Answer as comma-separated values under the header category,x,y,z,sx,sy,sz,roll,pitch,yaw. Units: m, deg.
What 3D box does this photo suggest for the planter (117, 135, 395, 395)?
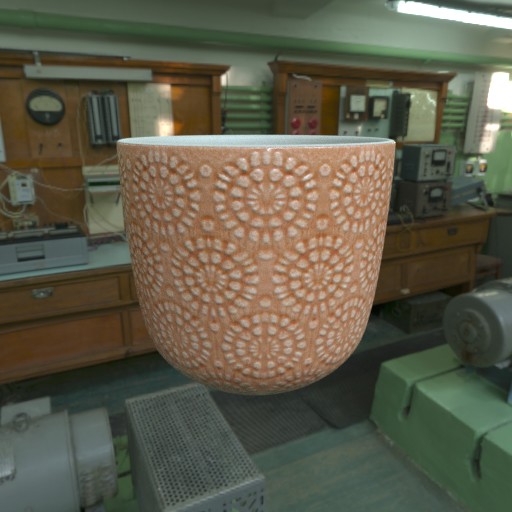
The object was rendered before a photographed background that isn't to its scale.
category,x,y,z,sx,sy,sz,roll,pitch,yaw
planter,0.000,0.000,0.371,0.208,0.190,0.208,0,17,0
